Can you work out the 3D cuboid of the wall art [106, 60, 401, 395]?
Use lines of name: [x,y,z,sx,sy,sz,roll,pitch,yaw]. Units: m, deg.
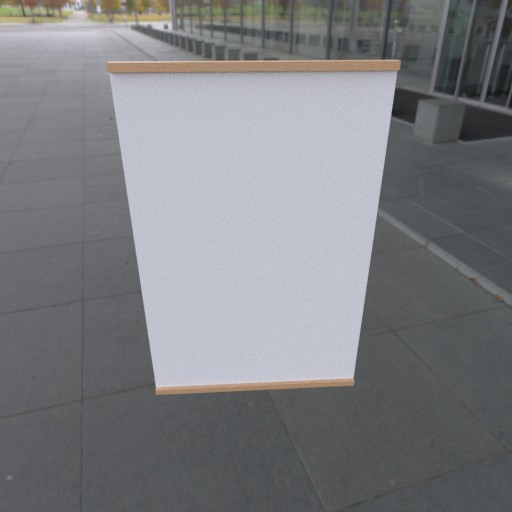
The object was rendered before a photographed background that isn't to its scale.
wall art: [0.000,0.000,0.757,0.401,0.611,0.016,-2,29,-3]
